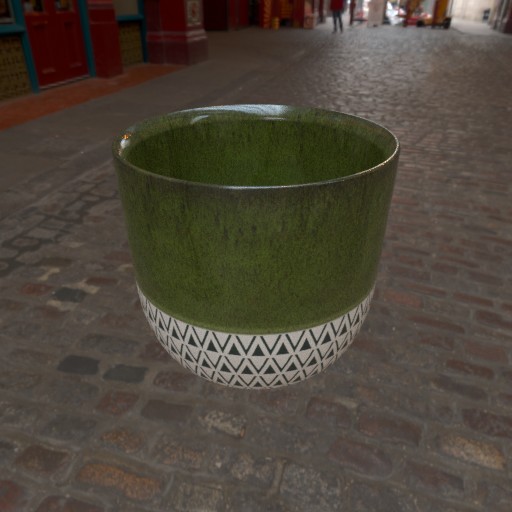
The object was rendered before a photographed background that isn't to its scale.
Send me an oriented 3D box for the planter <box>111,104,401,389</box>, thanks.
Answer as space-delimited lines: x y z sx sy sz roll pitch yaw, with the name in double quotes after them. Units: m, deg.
0.000 0.000 0.491 0.266 0.270 0.266 0 31 0 "planter"
